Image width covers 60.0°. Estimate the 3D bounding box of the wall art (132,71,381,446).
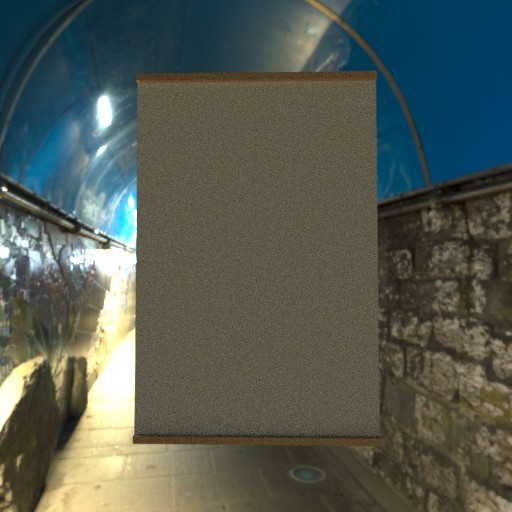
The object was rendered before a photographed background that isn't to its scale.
[{"bbox_3d":[0.000,0.000,1.226,0.669,1.020,0.027,0,-2,1],"label":"wall art"}]
